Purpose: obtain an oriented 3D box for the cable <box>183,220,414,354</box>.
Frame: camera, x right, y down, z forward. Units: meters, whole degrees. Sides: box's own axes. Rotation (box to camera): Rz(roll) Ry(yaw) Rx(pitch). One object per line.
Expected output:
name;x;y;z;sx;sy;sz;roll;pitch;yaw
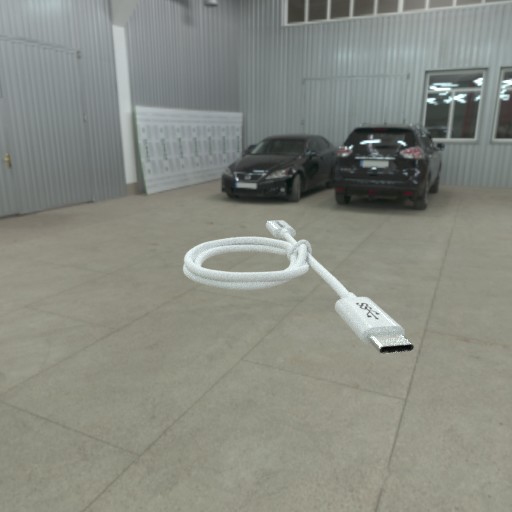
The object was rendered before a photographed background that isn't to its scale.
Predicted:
cable;0.000;0.000;0.214;0.070;0.014;0.186;-3;16;-9
